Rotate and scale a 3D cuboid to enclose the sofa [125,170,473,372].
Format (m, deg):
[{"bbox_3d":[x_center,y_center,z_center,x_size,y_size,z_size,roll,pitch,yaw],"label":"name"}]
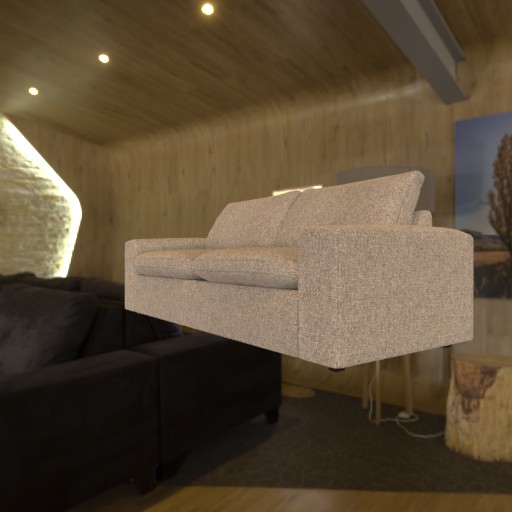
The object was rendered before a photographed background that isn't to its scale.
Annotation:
[{"bbox_3d":[0.000,0.000,2.850,1.040,0.922,2.299,0,0,-36],"label":"sofa"}]
